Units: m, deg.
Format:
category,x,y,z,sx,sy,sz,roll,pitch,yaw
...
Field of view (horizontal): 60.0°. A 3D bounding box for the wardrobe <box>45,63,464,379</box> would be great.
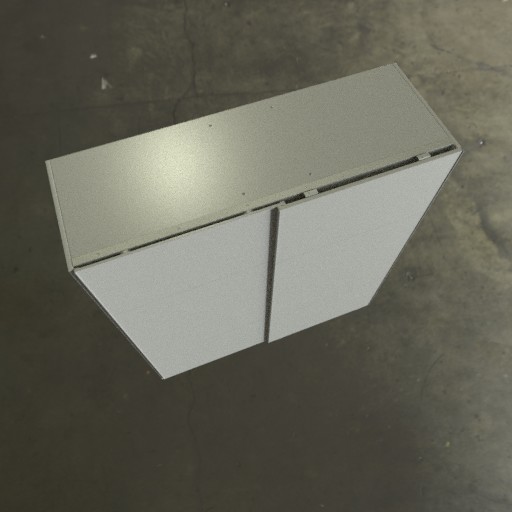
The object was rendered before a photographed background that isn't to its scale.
category,x,y,z,sx,sy,sz,roll,pitch,yaw
wardrobe,0.000,0.000,2.858,1.780,1.960,0.629,-19,64,-10
